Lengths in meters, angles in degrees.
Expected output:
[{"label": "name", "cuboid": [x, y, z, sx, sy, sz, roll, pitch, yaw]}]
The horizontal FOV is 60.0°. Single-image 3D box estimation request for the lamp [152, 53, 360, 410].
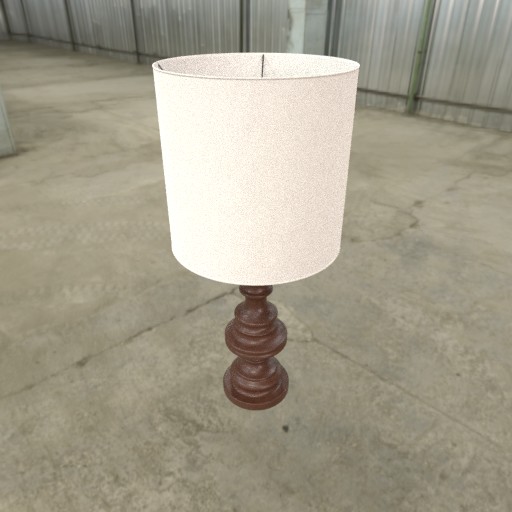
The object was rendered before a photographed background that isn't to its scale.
[{"label": "lamp", "cuboid": [0.000, 0.000, 0.567, 0.208, 0.455, 0.208, -7, 31, -13]}]
